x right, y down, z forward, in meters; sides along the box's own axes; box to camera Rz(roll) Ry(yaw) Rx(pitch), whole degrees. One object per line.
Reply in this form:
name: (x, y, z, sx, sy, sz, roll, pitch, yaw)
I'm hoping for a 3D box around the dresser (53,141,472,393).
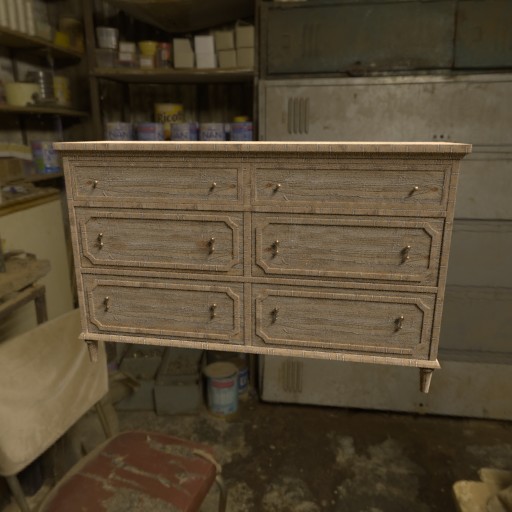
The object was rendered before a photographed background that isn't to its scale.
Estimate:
dresser: (0.000, 0.000, 2.048, 1.626, 1.016, 0.457, 3, 16, 10)
